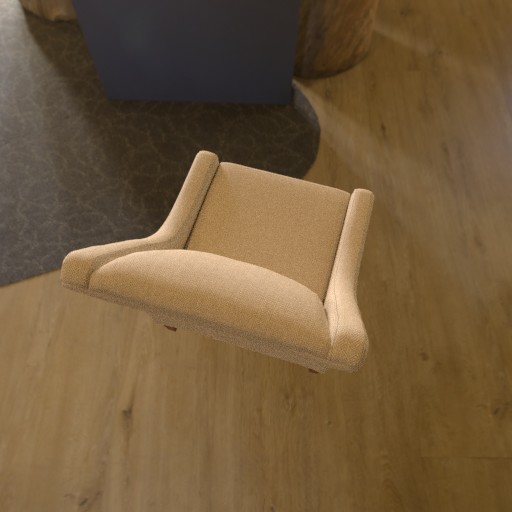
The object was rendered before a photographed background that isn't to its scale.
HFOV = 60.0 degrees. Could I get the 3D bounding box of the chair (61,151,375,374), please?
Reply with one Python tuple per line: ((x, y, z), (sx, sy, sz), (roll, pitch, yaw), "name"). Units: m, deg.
((0.000, 0.000, 1.634), (0.774, 1.014, 0.870), (15, 65, 7), "chair")
